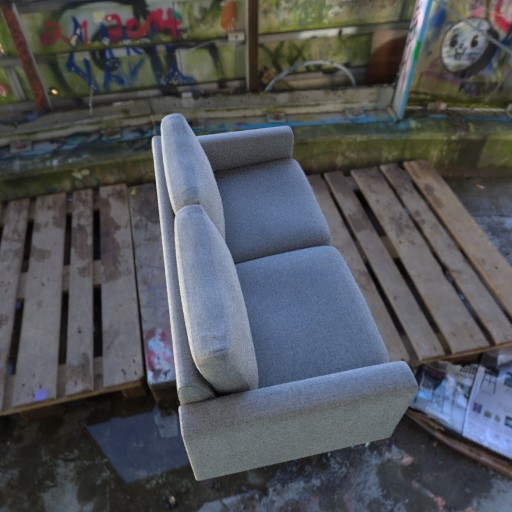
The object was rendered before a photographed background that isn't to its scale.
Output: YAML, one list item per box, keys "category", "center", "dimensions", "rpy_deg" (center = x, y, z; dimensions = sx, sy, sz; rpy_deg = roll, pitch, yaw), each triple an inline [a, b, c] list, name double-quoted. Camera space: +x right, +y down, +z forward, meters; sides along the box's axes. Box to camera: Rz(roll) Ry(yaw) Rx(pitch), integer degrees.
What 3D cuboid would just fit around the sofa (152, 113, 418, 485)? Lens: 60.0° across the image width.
- category: "sofa"
  center: [0.000, 0.000, 2.435]
  dimensions: [0.969, 0.892, 1.978]
  rpy_deg: [-9, 48, -8]
